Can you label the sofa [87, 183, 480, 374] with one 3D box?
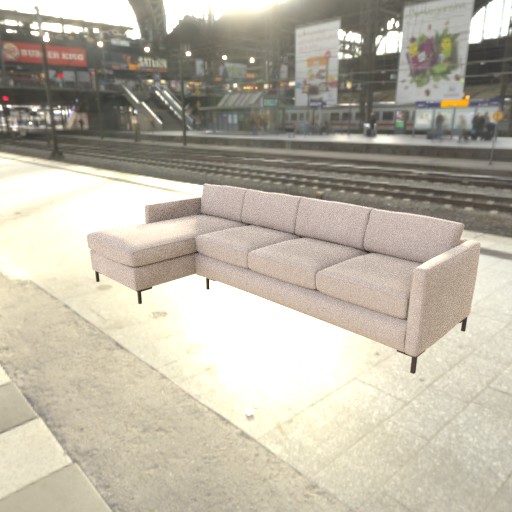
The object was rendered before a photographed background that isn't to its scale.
[{"bbox_3d":[0.000,0.000,3.528,2.923,0.816,1.469,16,23,42],"label":"sofa"}]
